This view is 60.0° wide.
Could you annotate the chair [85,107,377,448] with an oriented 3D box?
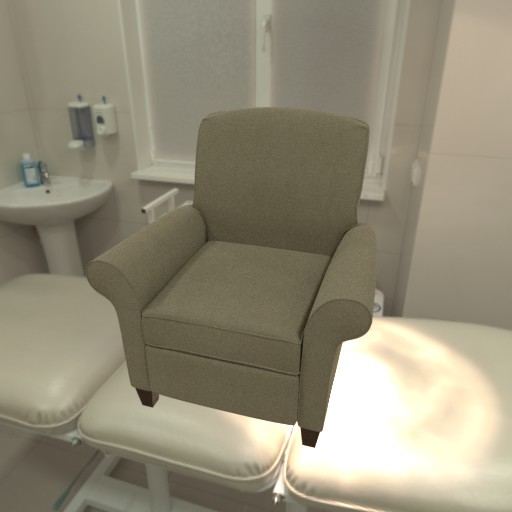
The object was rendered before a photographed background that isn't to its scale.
[{"bbox_3d":[0.000,0.000,1.812,0.978,1.061,0.905,8,27,16],"label":"chair"}]
